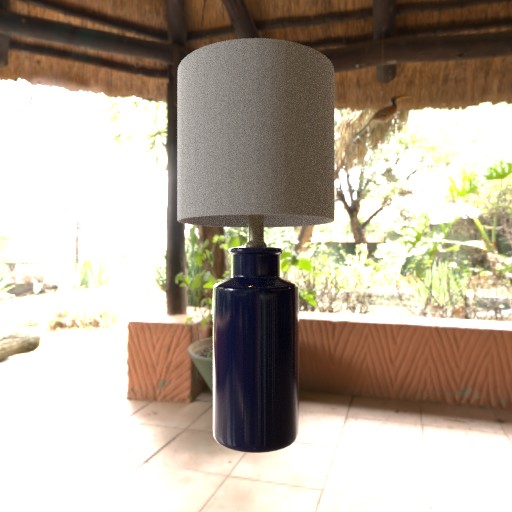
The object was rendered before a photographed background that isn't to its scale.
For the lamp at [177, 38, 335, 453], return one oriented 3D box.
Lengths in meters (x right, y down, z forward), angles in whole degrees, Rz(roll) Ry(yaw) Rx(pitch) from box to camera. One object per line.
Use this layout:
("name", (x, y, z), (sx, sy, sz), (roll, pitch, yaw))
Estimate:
("lamp", (0.000, 0.000, 0.606), (0.212, 0.493, 0.212), (0, 0, 17))
